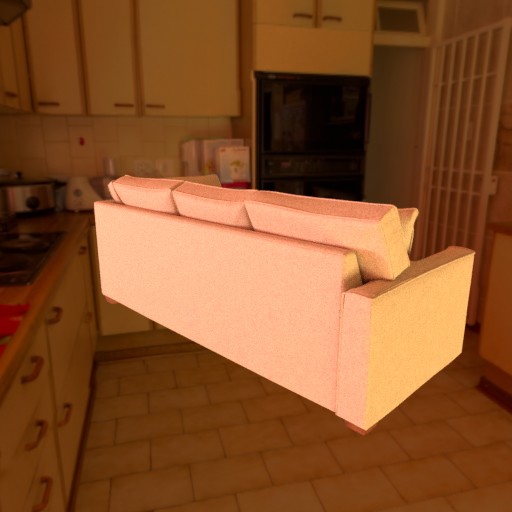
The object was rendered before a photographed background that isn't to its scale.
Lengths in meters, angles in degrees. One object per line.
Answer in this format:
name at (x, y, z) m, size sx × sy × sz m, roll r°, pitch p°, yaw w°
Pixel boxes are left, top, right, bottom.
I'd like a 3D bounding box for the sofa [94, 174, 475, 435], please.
sofa at (0.000, 0.000, 2.823) m, size 1.061 × 0.962 × 2.317 m, roll -14°, pitch 20°, yaw -43°
